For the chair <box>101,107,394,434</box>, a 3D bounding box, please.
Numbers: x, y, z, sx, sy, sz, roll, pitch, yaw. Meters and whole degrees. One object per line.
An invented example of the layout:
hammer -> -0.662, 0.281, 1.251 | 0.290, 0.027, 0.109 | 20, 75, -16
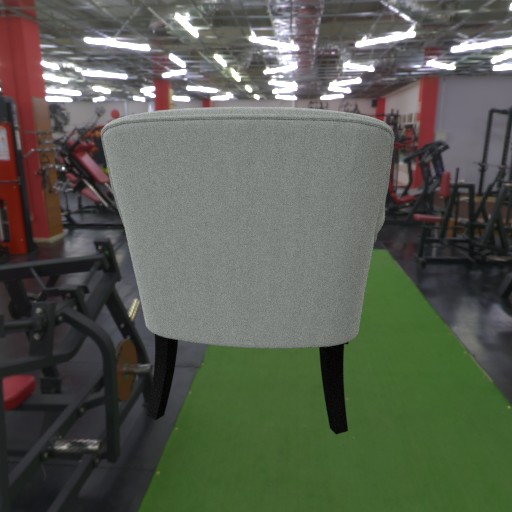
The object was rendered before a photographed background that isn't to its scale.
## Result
chair -> 0.000, 0.000, 1.439 | 0.781, 0.875, 0.750 | 2, 15, 7
